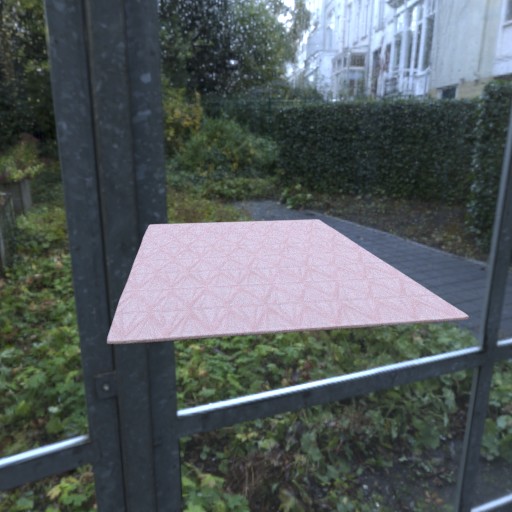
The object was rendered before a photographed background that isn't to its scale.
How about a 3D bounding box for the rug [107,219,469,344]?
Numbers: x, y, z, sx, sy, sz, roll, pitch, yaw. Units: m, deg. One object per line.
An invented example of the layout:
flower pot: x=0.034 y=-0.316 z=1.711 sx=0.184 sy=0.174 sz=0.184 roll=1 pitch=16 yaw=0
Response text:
rug: x=0.000 y=0.000 z=3.013 sx=1.609 sy=0.015 sz=2.390 roll=-2 pitch=16 yaw=-9
